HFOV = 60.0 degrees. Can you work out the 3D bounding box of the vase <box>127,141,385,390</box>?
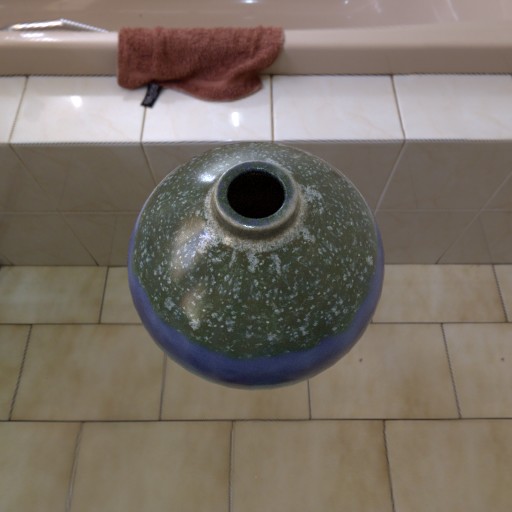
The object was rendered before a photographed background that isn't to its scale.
[{"bbox_3d":[0.000,0.000,0.267,0.154,0.133,0.154,0,64,0],"label":"vase"}]
